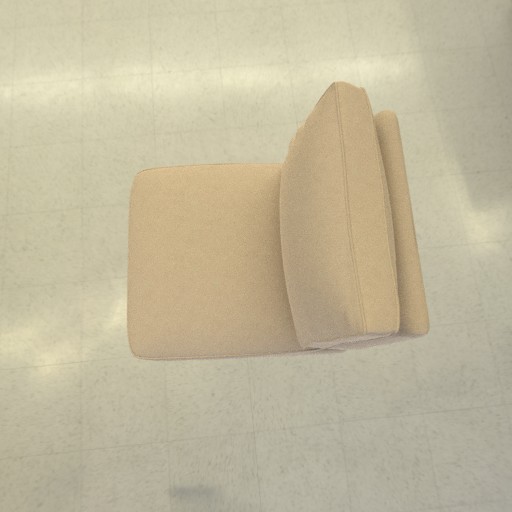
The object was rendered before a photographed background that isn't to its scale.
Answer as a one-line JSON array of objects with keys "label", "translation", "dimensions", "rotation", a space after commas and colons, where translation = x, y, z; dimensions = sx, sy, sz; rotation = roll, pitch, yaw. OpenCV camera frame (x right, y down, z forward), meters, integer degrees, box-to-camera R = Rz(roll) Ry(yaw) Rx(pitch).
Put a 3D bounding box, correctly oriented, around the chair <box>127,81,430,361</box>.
[{"label": "chair", "translation": [0.000, 0.000, 1.625], "dimensions": [0.912, 1.052, 0.724], "rotation": [-3, 75, -1]}]
